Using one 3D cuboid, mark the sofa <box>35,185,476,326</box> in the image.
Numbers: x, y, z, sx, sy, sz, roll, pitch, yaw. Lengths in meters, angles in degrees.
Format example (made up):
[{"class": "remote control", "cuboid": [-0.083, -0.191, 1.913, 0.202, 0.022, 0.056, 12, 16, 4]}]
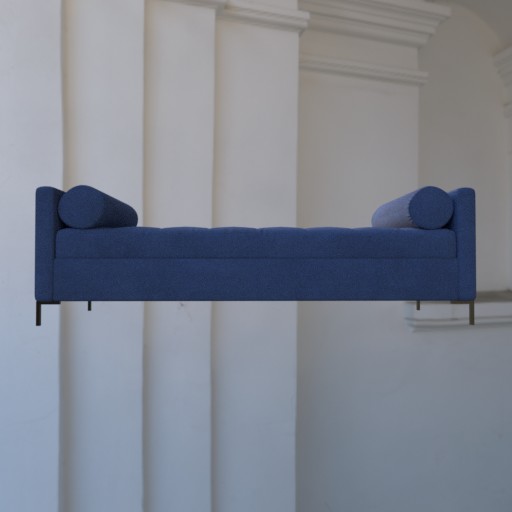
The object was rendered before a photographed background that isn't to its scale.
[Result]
[{"class": "sofa", "cuboid": [0.000, 0.000, 2.318, 1.981, 0.635, 0.686, 0, -1, -1]}]
